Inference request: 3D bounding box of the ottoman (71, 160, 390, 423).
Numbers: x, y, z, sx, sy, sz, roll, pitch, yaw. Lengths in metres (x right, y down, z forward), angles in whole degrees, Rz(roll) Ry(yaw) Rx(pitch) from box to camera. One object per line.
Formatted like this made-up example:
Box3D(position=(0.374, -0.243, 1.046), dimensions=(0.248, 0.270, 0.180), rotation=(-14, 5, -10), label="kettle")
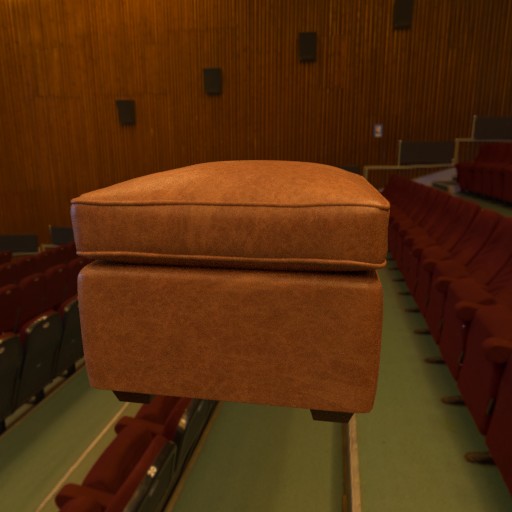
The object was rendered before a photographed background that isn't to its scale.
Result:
Box3D(position=(0.000, 0.000, 1.111), dimensions=(0.554, 0.468, 0.756), rotation=(2, 14, 9), label="ottoman")
